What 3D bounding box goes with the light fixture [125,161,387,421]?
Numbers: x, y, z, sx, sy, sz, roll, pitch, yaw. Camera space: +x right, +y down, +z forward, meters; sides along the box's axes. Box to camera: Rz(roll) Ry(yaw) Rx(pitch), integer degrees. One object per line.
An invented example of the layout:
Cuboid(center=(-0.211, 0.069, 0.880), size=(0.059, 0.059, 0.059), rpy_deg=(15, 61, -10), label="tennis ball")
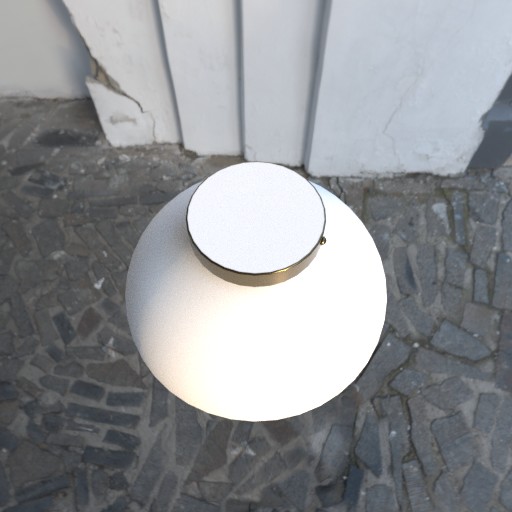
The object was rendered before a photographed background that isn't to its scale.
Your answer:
Cuboid(center=(0.000, 0.000, 0.545), size=(0.355, 0.177, 0.355), rpy_deg=(0, 59, 0), label="light fixture")
